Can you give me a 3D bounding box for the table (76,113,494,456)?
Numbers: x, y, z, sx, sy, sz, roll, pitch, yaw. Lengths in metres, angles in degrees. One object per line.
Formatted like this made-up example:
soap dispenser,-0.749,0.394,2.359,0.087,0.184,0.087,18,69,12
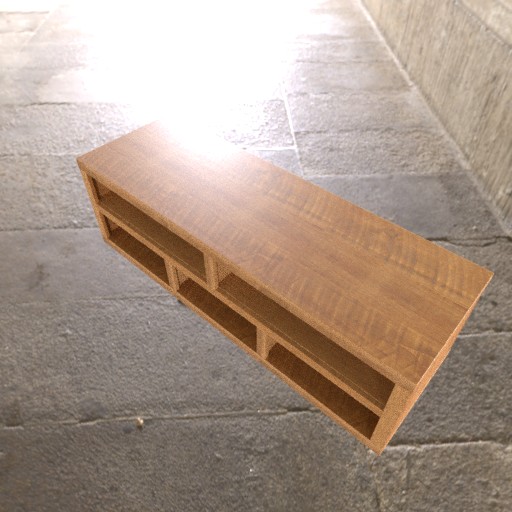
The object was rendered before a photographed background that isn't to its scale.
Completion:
table,0.000,0.000,1.742,1.499,0.491,0.499,32,54,28
